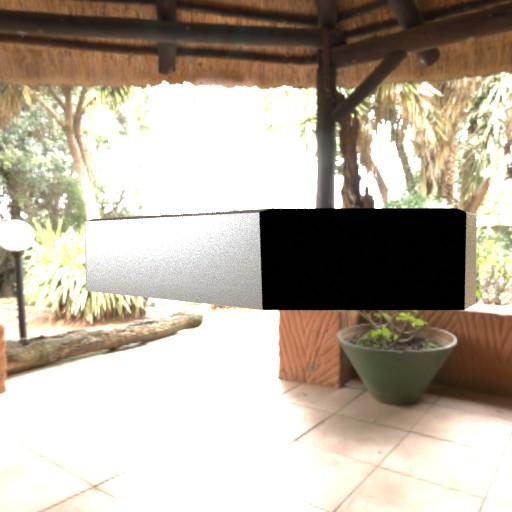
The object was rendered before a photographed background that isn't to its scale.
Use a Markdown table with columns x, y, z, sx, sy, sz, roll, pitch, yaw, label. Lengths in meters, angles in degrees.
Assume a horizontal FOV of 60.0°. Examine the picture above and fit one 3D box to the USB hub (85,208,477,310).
| x | y | z | sx | sy | sz | roll | pitch | yaw | label |
| --- | --- | --- | --- | --- | --- | --- | --- | --- | --- |
| 0.000 | 0.000 | 0.128 | 0.110 | 0.023 | 0.044 | 1 | 2 | 37 | USB hub |
